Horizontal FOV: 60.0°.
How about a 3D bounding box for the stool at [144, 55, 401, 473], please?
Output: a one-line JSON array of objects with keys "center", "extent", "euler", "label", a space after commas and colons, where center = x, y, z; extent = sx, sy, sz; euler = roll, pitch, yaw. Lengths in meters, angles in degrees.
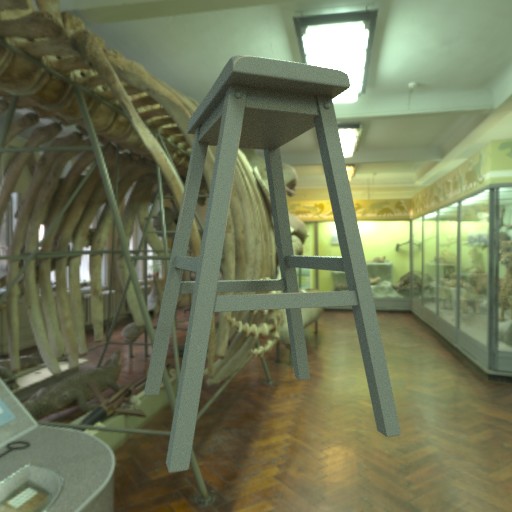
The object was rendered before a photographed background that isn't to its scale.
[{"center": [0.000, 0.000, 1.048], "extent": [0.476, 0.737, 0.457], "euler": [0, 1, -19], "label": "stool"}]
